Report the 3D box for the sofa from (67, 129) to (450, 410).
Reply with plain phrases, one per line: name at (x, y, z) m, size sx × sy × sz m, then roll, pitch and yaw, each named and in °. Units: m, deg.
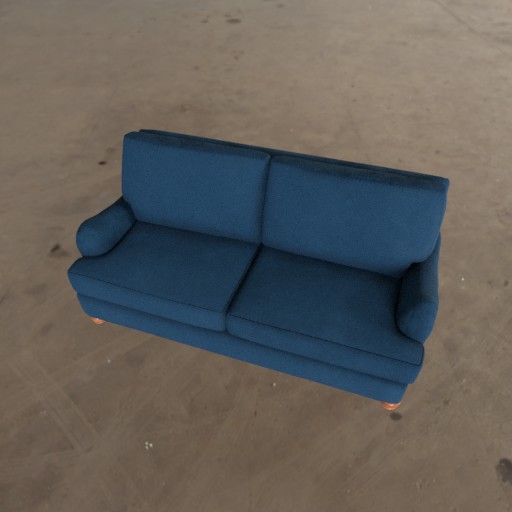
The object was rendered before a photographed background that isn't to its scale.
sofa at (0.000, 0.000, 2.785) m, size 2.141 × 1.101 × 1.084 m, roll 13°, pitch 43°, yaw 14°
